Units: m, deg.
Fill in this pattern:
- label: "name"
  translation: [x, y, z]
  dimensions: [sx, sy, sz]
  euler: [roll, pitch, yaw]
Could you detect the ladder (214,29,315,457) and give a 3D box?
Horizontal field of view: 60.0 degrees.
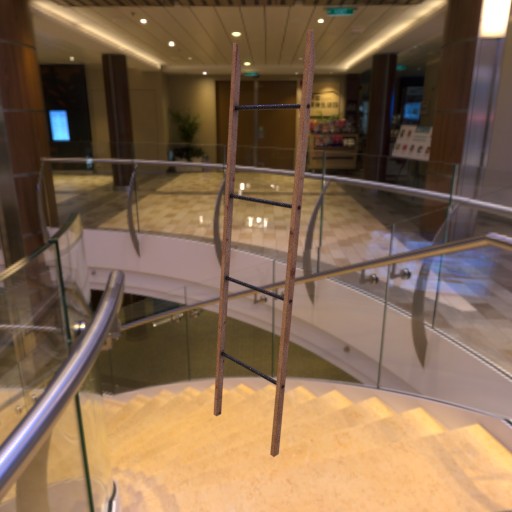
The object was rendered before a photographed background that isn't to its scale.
- label: "ladder"
  translation: [0.000, 0.000, 1.992]
  dimensions: [0.200, 1.805, 0.442]
  euler: [-16, 23, -42]
